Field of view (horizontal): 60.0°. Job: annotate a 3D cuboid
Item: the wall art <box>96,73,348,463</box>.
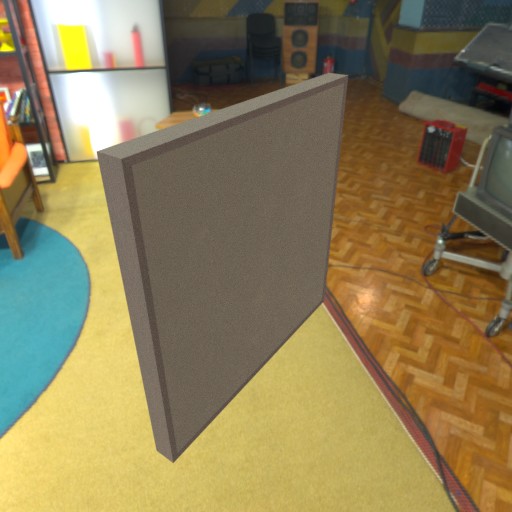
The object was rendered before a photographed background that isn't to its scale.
[{"bbox_3d":[0.000,0.000,0.754,0.038,0.506,0.508,21,38,29],"label":"wall art"}]
